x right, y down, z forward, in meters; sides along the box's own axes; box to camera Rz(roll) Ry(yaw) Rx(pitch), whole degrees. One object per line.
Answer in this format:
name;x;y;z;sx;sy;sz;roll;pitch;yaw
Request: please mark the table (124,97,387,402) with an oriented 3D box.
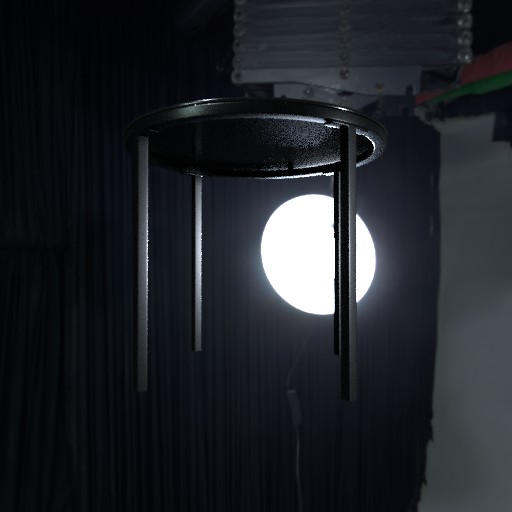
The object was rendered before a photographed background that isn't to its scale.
table;0.000;0.000;0.872;0.499;0.443;0.499;0;-1;0
